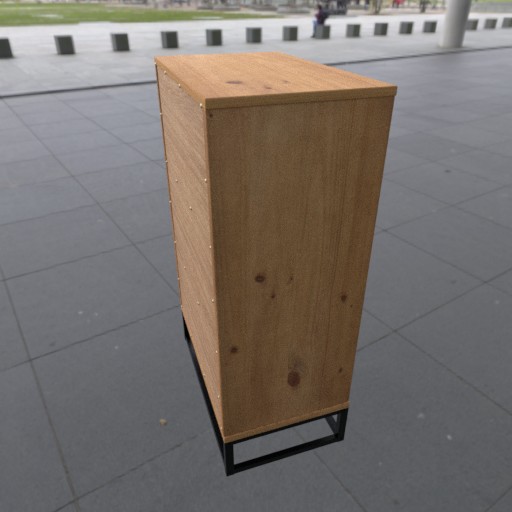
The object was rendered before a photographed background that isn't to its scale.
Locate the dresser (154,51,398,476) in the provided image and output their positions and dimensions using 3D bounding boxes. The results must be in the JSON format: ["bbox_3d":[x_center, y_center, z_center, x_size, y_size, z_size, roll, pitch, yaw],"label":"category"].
[{"bbox_3d":[0.000,0.000,1.574,0.479,1.240,0.761,-10,32,-16],"label":"dresser"}]
